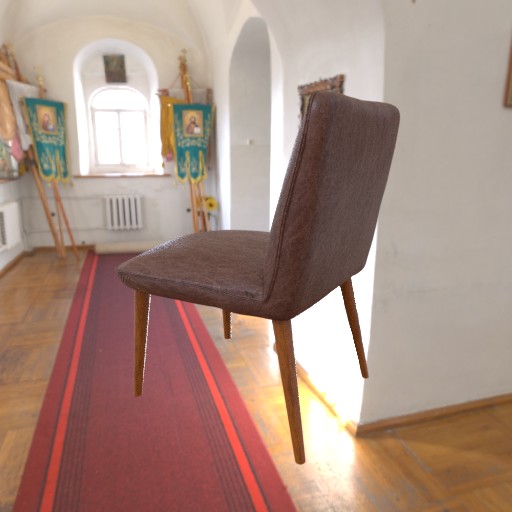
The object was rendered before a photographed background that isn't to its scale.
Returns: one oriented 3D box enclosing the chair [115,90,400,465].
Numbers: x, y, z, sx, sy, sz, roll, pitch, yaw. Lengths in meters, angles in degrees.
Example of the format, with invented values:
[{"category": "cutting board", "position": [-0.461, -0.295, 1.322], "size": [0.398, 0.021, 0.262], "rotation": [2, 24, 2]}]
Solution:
[{"category": "chair", "position": [0.000, 0.000, 1.224], "size": [0.645, 0.803, 0.543], "rotation": [8, 17, 27]}]
